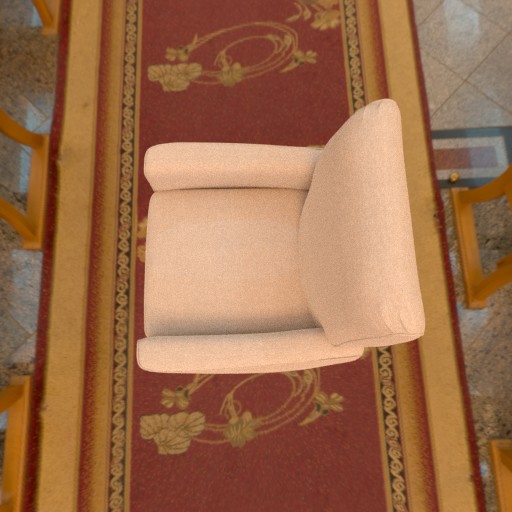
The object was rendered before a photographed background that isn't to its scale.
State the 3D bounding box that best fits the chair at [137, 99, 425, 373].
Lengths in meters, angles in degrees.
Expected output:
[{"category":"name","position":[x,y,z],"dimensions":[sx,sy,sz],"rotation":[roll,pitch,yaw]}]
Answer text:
[{"category":"chair","position":[0.000,0.000,1.647],"dimensions":[0.858,1.023,0.841],"rotation":[-2,75,0]}]
